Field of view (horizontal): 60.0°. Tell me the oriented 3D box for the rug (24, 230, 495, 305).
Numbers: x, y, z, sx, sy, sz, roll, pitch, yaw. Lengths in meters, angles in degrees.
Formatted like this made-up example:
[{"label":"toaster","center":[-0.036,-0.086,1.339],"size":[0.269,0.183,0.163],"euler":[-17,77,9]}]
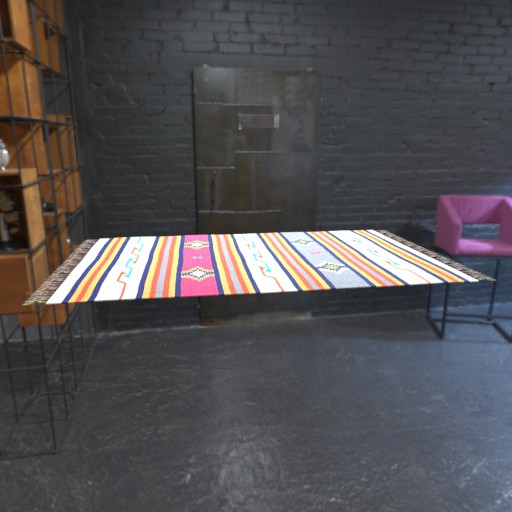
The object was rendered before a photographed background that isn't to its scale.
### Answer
[{"label":"rug","center":[0.000,0.000,2.211],"size":[1.849,0.013,1.084],"euler":[-2,15,-9]}]
